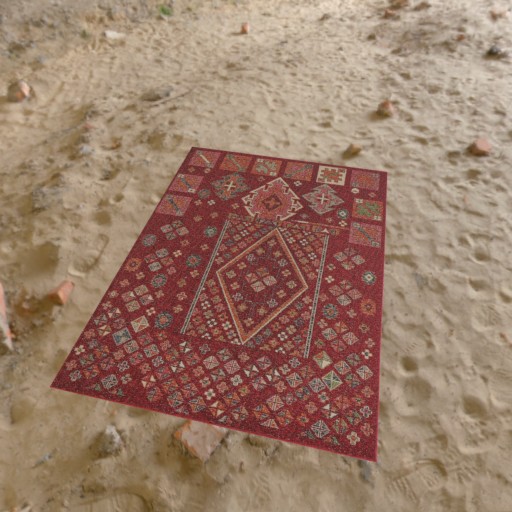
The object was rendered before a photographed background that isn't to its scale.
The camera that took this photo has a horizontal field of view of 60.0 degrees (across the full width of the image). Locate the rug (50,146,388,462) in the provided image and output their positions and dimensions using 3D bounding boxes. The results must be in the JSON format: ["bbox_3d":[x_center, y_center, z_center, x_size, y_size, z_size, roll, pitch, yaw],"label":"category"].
[{"bbox_3d":[0.000,0.000,4.214,2.389,0.011,3.306,9,47,9],"label":"rug"}]
